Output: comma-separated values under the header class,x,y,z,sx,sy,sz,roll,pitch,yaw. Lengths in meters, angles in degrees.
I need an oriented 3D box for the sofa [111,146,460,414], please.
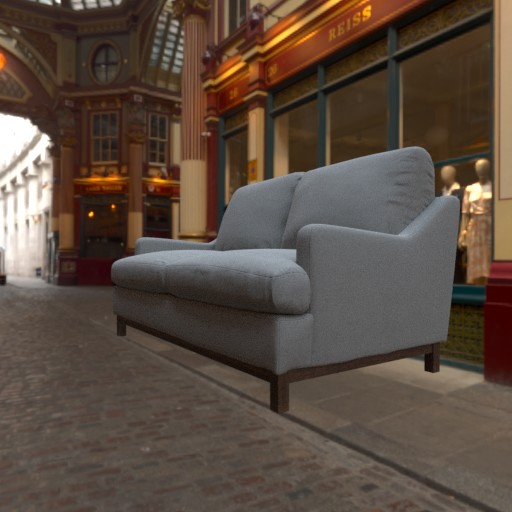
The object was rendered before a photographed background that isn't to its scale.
class,x,y,z,sx,sy,sz,roll,pitch,yaw
sofa,0.000,0.000,2.182,0.987,0.921,1.589,0,0,-35
